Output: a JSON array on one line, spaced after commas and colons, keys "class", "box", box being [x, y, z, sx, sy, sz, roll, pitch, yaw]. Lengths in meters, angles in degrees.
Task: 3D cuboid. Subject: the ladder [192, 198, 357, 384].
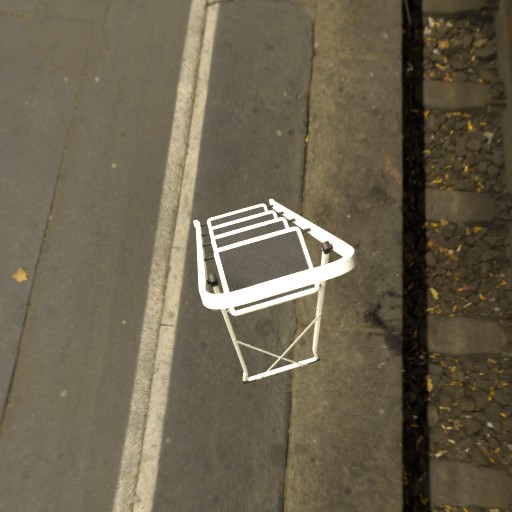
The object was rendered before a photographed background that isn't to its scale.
[{"class": "ladder", "box": [0.000, 0.000, 1.731, 0.460, 1.265, 0.914, -16, 76, -4]}]
